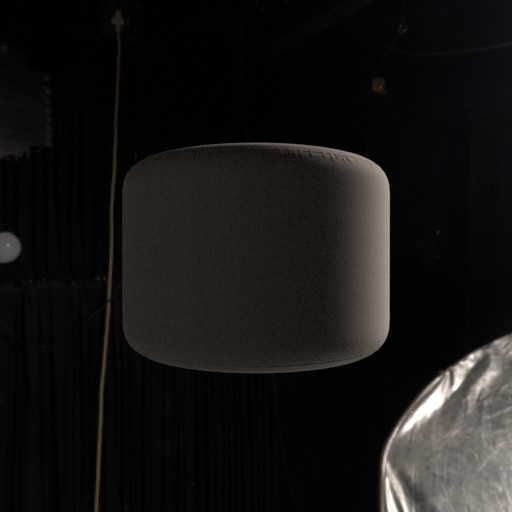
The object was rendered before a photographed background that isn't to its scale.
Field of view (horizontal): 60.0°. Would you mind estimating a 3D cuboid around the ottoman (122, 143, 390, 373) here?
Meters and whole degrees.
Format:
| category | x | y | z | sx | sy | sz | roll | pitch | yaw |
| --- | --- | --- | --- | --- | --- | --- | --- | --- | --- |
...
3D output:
| category | x | y | z | sx | sy | sz | roll | pitch | yaw |
| --- | --- | --- | --- | --- | --- | --- | --- | --- | --- |
| ottoman | 0.000 | 0.000 | 1.054 | 0.608 | 0.433 | 0.608 | 0 | 0 | 0 |
